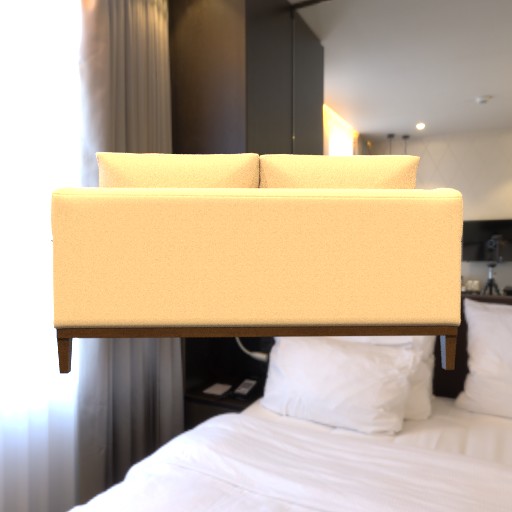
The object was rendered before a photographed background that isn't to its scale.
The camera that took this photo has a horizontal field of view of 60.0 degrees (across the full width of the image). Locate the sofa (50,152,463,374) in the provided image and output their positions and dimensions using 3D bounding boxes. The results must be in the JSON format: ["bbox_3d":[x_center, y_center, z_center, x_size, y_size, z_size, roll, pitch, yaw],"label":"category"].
[{"bbox_3d":[0.000,0.000,2.123,1.598,0.873,0.905,0,1,-2],"label":"sofa"}]
